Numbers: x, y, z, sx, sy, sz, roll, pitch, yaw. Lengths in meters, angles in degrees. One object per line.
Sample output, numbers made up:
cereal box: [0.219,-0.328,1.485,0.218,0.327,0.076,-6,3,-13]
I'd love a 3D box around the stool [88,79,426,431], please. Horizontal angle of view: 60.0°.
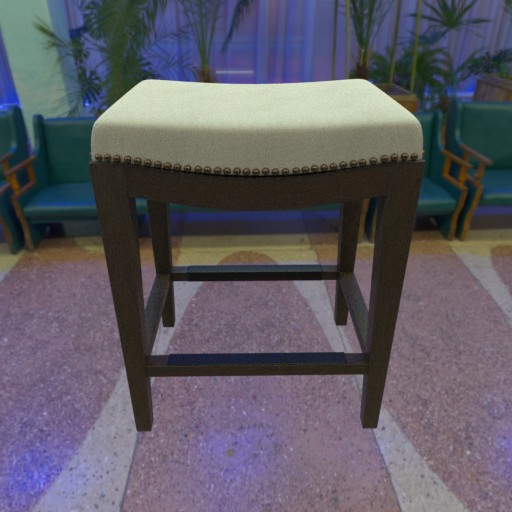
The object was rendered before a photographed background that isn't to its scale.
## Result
stool: [0.000,0.000,0.915,0.500,0.642,0.361,0,31,-1]
